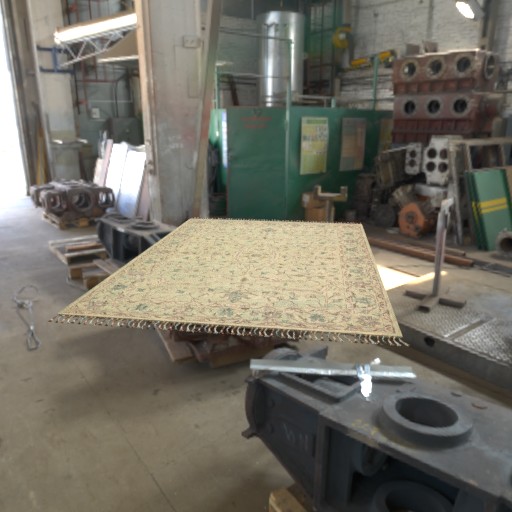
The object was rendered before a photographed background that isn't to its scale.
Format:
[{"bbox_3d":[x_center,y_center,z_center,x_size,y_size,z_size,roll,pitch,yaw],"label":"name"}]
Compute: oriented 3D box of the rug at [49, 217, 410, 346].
[{"bbox_3d":[0.000,0.000,2.324,1.247,0.008,1.802,2,17,8],"label":"rug"}]
